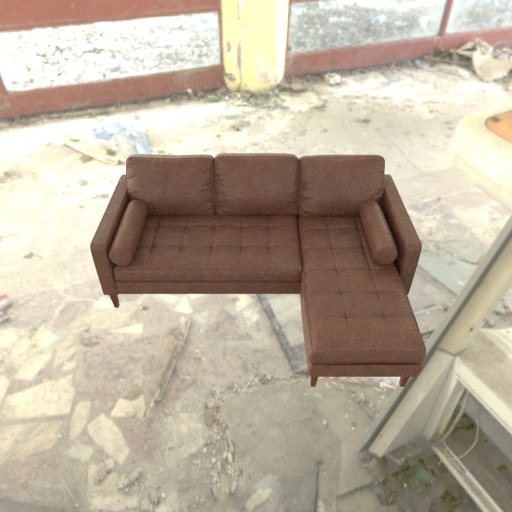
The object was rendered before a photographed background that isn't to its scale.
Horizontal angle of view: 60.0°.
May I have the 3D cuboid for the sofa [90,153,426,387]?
[{"bbox_3d":[0.000,0.000,3.050,2.185,0.841,1.613,0,41,0],"label":"sofa"}]
